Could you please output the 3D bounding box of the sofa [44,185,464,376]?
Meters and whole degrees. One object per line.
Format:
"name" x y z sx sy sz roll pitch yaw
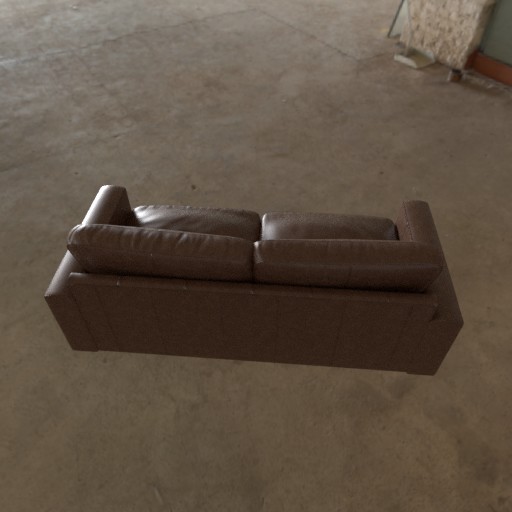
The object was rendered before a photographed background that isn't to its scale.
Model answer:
"sofa" 0.000 0.000 2.707 2.179 0.873 1.016 3 46 3
